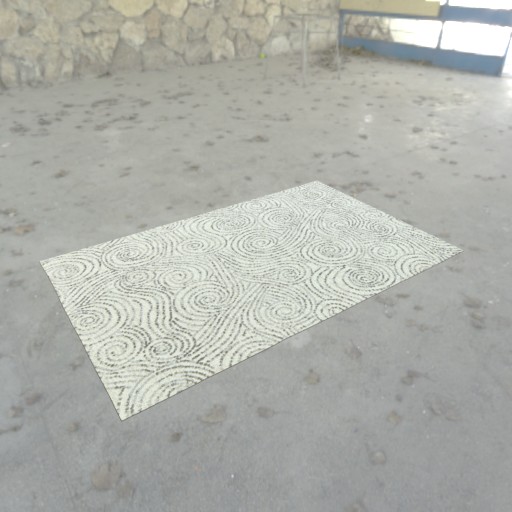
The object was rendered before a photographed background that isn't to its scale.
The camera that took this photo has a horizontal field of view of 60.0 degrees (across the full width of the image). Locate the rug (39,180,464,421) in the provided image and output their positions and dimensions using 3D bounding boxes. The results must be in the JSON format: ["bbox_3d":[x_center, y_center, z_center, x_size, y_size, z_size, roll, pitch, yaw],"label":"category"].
[{"bbox_3d":[0.000,0.000,2.991,2.439,0.005,1.524,-20,37,-29],"label":"rug"}]
